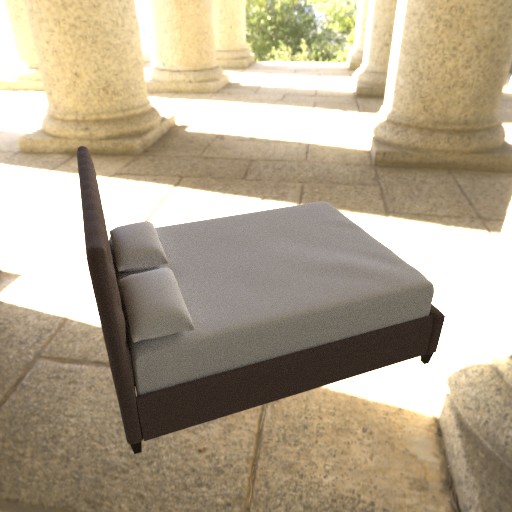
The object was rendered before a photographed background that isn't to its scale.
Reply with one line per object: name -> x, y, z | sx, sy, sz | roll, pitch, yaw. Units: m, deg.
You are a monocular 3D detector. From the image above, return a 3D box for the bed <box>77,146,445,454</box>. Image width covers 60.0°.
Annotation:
bed -> 0.000, 0.000, 3.298 | 2.233, 1.426, 1.696 | -11, 32, -18
